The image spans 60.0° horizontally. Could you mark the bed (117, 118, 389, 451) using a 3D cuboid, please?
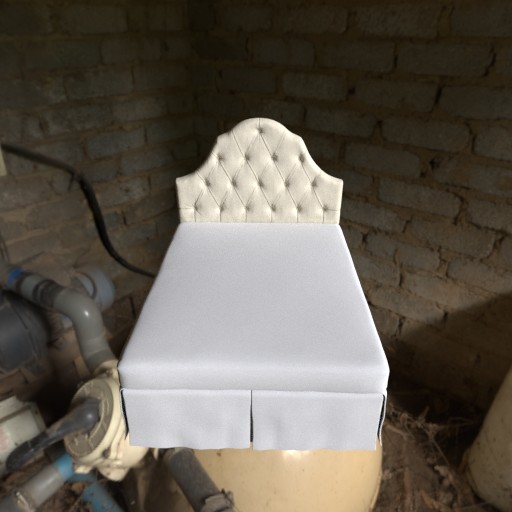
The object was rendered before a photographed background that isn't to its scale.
[{"bbox_3d":[0.000,0.000,3.250,1.627,1.575,2.092,1,28,1],"label":"bed"}]
